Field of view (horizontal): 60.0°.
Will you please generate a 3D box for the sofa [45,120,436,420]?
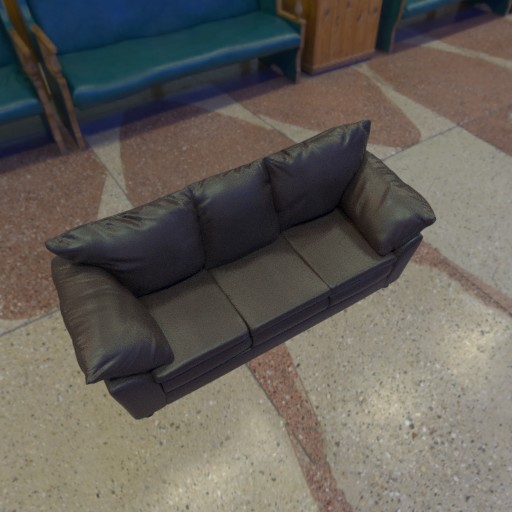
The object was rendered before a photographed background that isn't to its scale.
[{"bbox_3d":[0.000,0.000,2.869,2.390,1.091,0.907,-24,51,-21],"label":"sofa"}]
